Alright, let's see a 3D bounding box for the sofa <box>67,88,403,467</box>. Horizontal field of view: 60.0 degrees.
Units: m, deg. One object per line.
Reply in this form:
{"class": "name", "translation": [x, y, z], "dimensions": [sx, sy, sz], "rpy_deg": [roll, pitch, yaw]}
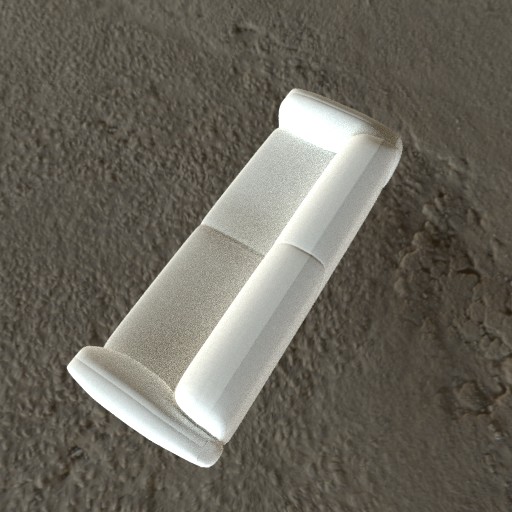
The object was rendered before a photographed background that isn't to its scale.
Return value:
{"class": "sofa", "translation": [0.000, 0.000, 2.647], "dimensions": [0.870, 0.780, 2.280], "rpy_deg": [30, 68, 13]}
